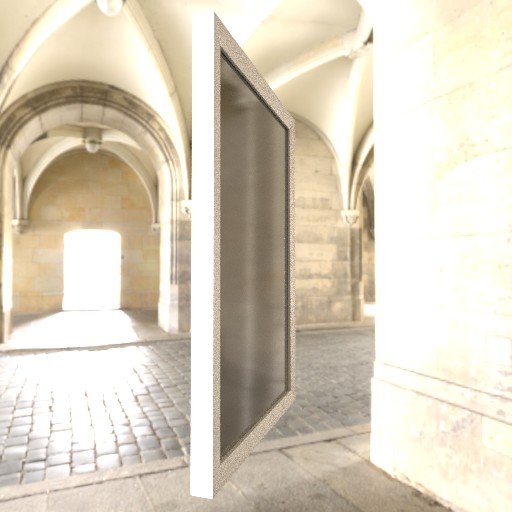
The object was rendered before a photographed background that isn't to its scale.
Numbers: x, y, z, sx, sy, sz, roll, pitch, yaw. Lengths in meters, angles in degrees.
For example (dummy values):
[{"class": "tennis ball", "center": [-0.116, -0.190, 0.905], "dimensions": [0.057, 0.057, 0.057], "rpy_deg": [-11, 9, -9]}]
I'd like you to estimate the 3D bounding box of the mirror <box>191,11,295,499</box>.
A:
[{"class": "mirror", "center": [0.000, 0.000, 0.891], "dimensions": [0.040, 0.710, 0.507], "rpy_deg": [-1, -2, 19]}]
